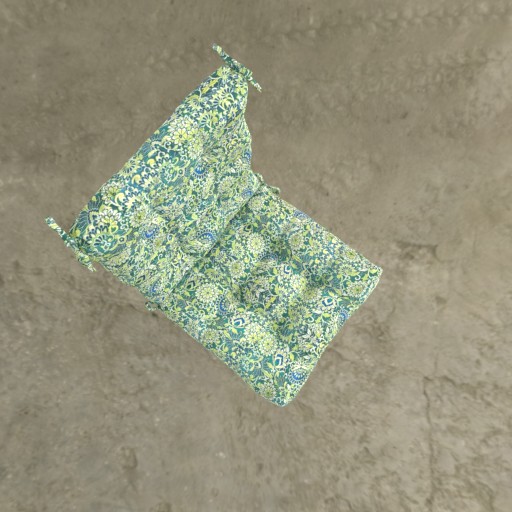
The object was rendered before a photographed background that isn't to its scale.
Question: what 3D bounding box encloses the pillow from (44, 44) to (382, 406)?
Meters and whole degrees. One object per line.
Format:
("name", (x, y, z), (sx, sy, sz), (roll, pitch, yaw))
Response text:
("pillow", (0.000, 0.000, 1.041), (0.571, 0.605, 0.519), (37, 78, 9))
